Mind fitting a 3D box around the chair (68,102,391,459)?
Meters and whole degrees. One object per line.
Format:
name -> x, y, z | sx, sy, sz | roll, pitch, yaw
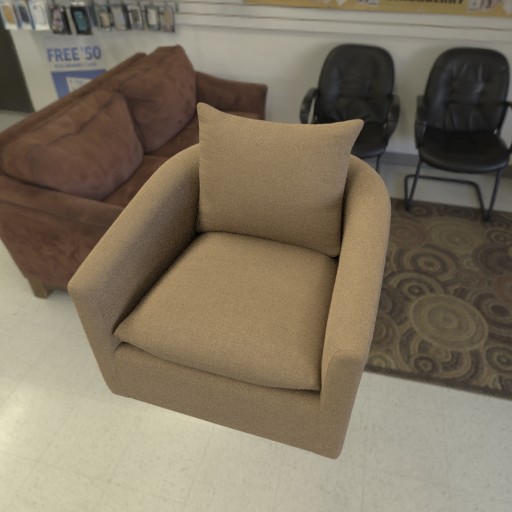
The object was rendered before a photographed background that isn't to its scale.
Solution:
chair -> 0.000, 0.000, 1.554 | 0.845, 0.848, 0.910 | 11, 40, 14
